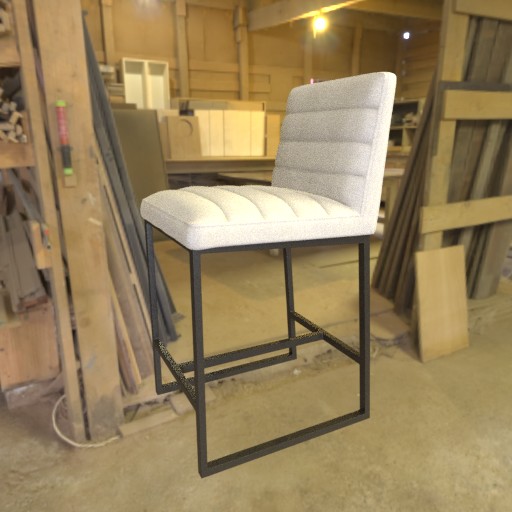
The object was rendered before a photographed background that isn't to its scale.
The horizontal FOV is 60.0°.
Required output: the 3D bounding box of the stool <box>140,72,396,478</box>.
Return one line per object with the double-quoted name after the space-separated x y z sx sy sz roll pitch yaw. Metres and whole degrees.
0.000 0.000 1.268 0.567 0.971 0.459 -8 17 -26 "stool"
